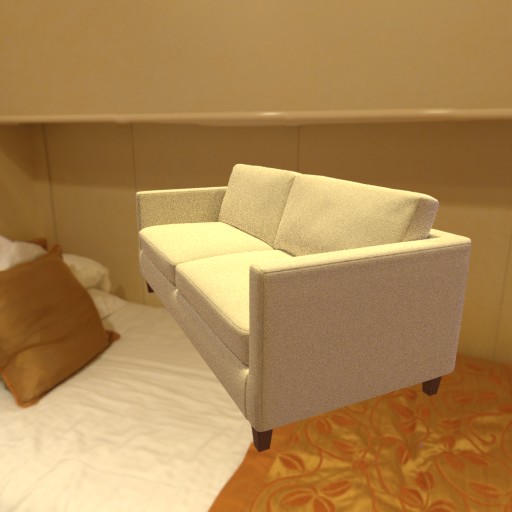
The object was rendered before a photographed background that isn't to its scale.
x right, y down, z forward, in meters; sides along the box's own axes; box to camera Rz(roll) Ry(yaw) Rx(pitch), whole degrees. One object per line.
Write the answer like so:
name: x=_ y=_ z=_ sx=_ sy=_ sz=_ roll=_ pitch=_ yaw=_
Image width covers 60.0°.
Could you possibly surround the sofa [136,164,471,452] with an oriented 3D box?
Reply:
sofa: x=0.000 y=0.000 z=2.442 sx=0.965 sy=0.889 sz=1.981 roll=-7 pitch=17 yaw=-24
